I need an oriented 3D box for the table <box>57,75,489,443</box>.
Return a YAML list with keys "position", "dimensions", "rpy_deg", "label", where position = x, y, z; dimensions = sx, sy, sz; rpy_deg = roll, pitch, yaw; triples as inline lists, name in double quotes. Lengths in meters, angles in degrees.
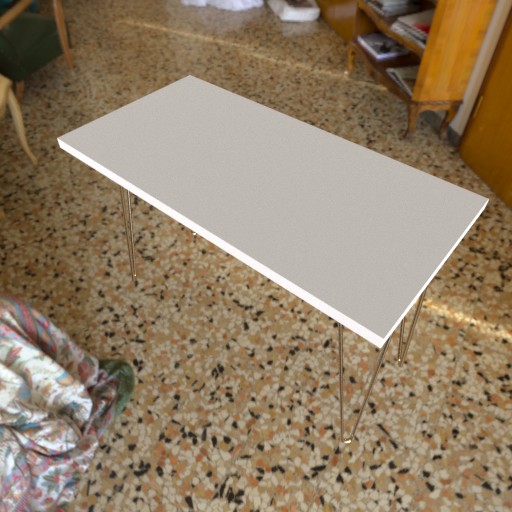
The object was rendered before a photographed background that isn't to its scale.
- position: [0.000, 0.000, 1.354]
  dimensions: [0.991, 0.660, 0.498]
  rpy_deg: [32, 54, 26]
  label: "table"
